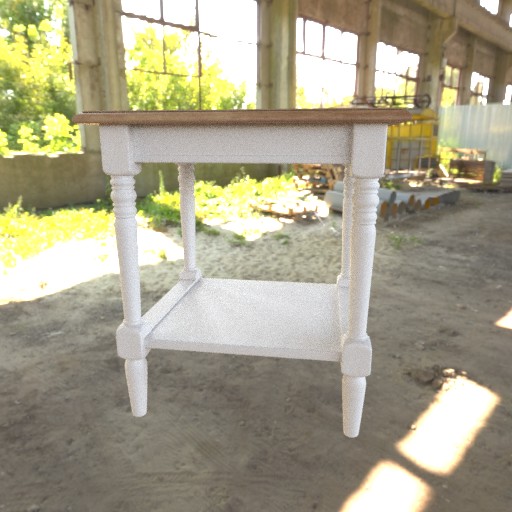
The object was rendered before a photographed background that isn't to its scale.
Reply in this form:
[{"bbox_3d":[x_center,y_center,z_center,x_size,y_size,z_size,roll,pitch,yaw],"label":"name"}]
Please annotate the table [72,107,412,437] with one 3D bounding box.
[{"bbox_3d":[0.000,0.000,0.936,0.508,0.561,0.457,2,15,8],"label":"table"}]
